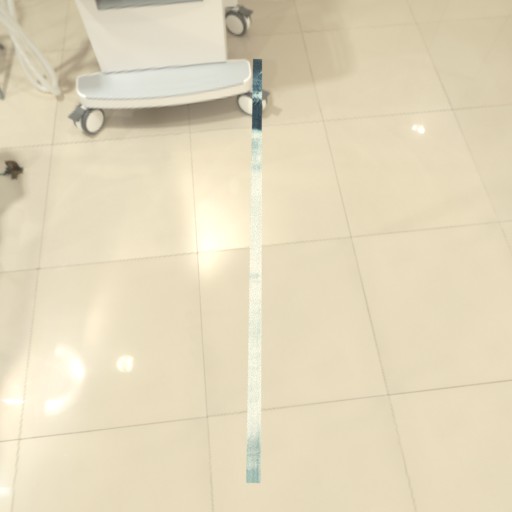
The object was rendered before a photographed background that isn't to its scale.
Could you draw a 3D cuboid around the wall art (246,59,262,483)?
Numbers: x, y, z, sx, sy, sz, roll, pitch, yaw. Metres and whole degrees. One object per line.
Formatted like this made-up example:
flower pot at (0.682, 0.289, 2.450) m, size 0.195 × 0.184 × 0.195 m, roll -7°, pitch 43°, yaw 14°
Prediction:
wall art at (0.000, 0.000, 1.678) m, size 0.037 × 0.509 × 1.524 m, roll 0°, pitch 64°, yaw 0°
